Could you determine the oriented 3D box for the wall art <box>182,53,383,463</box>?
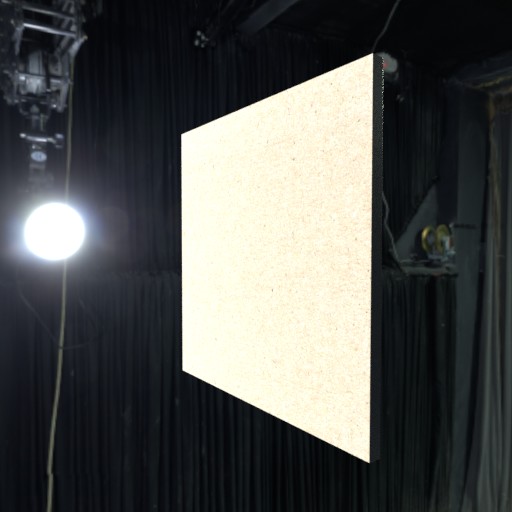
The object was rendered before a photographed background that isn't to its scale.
[{"bbox_3d":[0.000,0.000,1.157,0.031,0.775,0.773,-1,2,-37],"label":"wall art"}]
